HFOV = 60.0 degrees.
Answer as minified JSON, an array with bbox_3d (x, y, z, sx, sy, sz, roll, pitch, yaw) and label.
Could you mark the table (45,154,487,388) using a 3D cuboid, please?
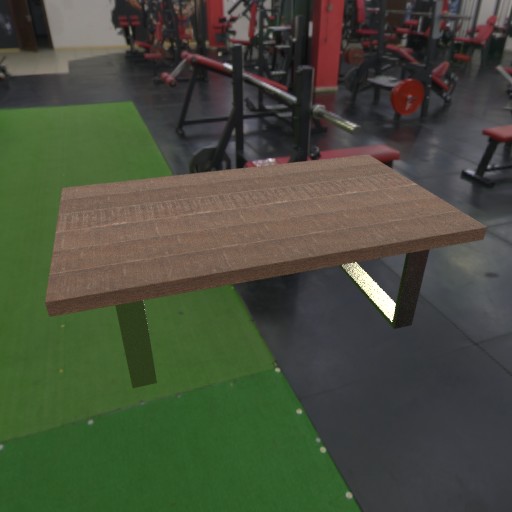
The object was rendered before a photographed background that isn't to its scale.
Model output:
[{"bbox_3d":[0.000,0.000,1.769,1.400,0.440,0.800,-9,33,-15],"label":"table"}]
